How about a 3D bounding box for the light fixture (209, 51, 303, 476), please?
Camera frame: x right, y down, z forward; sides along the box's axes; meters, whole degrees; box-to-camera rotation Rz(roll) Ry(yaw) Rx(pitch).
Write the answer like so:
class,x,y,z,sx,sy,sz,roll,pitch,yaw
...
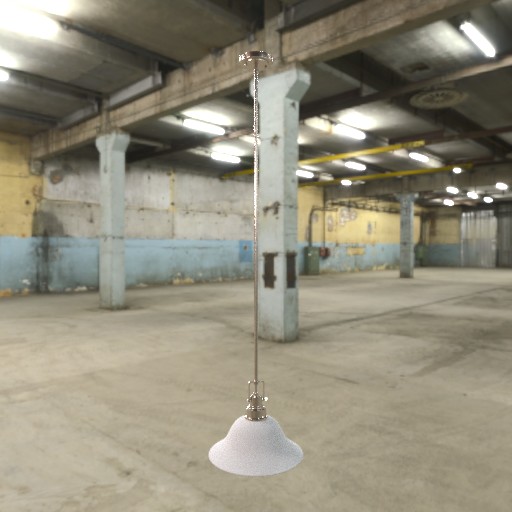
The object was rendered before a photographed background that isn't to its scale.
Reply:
class,x,y,z,sx,sy,sz,roll,pitch,yaw
light fixture,0.000,0.000,1.520,0.324,1.354,0.324,0,0,-18
